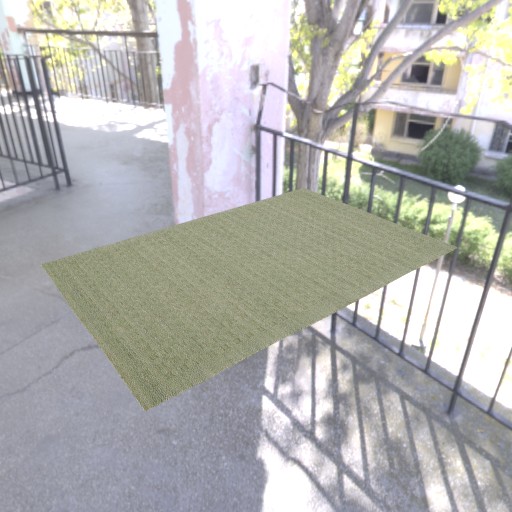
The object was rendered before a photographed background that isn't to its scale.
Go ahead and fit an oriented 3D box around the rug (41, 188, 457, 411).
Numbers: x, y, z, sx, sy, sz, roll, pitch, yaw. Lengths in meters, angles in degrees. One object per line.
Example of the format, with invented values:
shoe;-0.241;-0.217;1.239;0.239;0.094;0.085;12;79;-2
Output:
rug;0.000;0.000;2.211;1.747;0.006;1.143;-21;35;-33
